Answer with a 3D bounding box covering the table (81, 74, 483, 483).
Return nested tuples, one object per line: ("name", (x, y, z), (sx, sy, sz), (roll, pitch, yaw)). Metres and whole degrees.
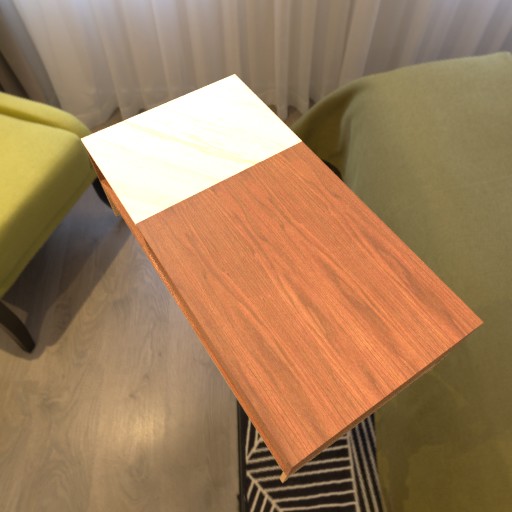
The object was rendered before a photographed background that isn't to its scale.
("table", (0.000, 0.000, 1.935), (0.789, 0.551, 1.553), (-30, 63, -17))
